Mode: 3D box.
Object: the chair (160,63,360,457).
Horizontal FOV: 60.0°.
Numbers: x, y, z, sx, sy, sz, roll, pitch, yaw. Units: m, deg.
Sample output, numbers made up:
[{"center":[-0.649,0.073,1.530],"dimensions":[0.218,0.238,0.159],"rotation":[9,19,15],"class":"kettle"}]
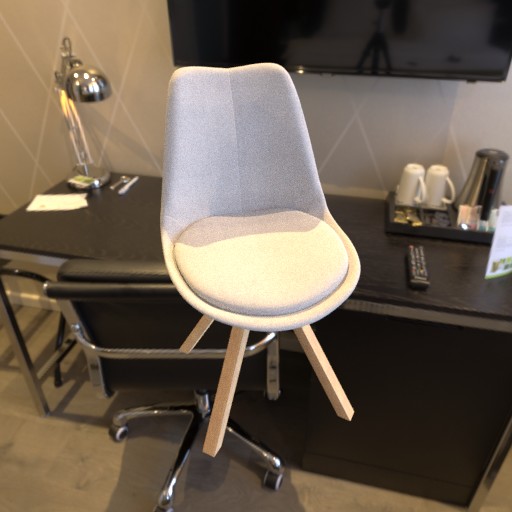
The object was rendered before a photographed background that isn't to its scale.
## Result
[{"center":[0.000,0.000,1.171],"dimensions":[0.474,0.863,0.549],"rotation":[-9,33,-14],"class":"chair"}]
